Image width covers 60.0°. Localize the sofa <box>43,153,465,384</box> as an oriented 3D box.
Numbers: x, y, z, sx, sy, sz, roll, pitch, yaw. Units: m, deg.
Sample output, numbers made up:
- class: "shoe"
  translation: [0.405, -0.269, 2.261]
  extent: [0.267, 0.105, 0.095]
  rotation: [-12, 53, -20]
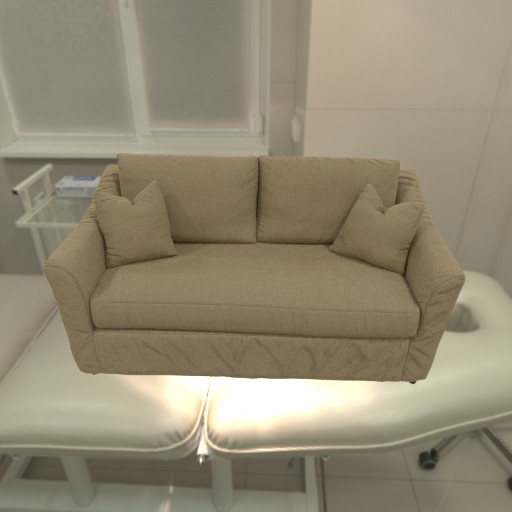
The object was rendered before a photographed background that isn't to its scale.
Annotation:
- class: "sofa"
  translation: [0.000, 0.000, 2.608]
  extent: [2.010, 1.018, 1.072]
  rotation: [1, 30, 2]
